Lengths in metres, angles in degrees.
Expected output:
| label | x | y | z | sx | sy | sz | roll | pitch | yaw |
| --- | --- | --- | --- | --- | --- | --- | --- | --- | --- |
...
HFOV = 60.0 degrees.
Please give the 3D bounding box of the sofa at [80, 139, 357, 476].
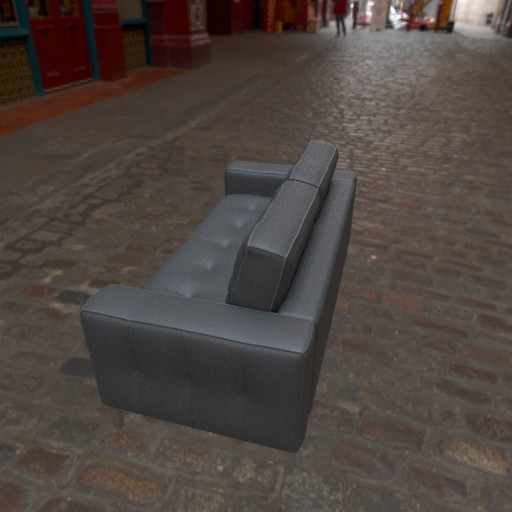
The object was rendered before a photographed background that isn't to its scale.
| label | x | y | z | sx | sy | sz | roll | pitch | yaw |
| --- | --- | --- | --- | --- | --- | --- | --- | --- | --- |
| sofa | 0.000 | 0.000 | 2.238 | 0.833 | 0.893 | 1.726 | 8 | 32 | 14 |
